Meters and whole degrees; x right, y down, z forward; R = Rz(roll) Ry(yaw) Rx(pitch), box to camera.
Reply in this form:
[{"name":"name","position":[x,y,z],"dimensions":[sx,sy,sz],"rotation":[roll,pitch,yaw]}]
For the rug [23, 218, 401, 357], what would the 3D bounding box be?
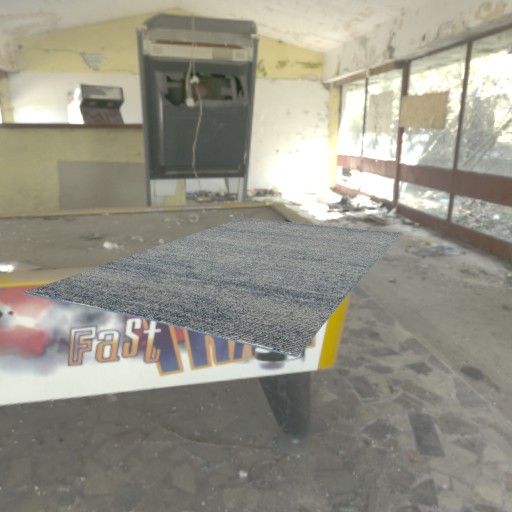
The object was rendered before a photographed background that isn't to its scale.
[{"name":"rug","position":[0.000,0.000,2.246],"dimensions":[1.145,0.021,1.777],"rotation":[8,17,26]}]
